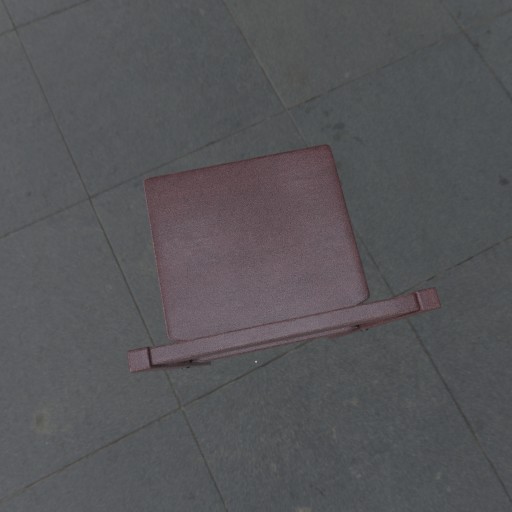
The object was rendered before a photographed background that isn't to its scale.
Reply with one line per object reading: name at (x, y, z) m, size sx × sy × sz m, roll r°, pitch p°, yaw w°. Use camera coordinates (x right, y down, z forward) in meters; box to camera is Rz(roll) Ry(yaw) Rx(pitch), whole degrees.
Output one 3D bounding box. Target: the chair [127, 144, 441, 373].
chair at (0.000, 0.000, 0.855) m, size 0.367 × 0.668 × 0.361 m, roll -11°, pitch 77°, yaw -3°
